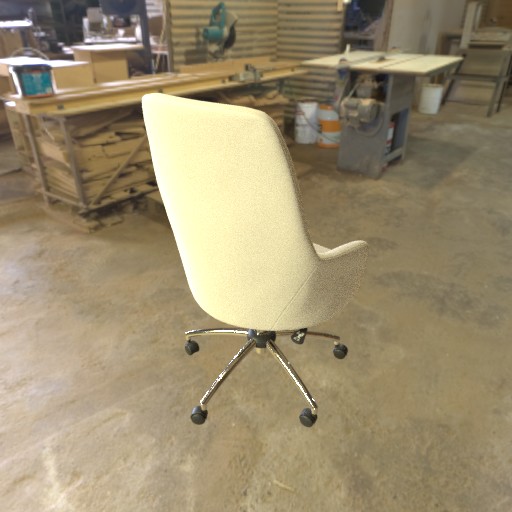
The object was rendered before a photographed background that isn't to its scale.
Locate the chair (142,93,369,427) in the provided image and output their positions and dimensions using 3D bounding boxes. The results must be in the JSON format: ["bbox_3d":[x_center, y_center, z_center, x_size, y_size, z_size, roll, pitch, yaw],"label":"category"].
[{"bbox_3d":[0.000,0.000,1.453,0.620,1.049,0.640,21,36,33],"label":"chair"}]
